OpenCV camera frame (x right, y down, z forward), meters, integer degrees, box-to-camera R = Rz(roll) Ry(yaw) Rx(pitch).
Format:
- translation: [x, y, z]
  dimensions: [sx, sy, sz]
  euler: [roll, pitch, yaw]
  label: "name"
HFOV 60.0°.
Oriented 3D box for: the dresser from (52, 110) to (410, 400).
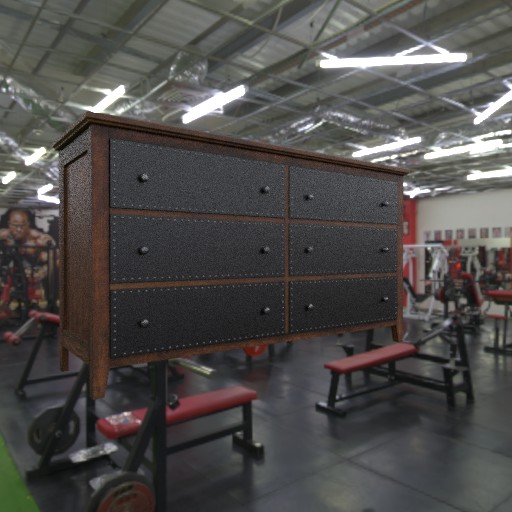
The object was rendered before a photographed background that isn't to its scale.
- translation: [0.000, 0.000, 1.928]
  dimensions: [1.551, 0.856, 0.463]
  euler: [0, 0, -36]
  label: "dresser"
